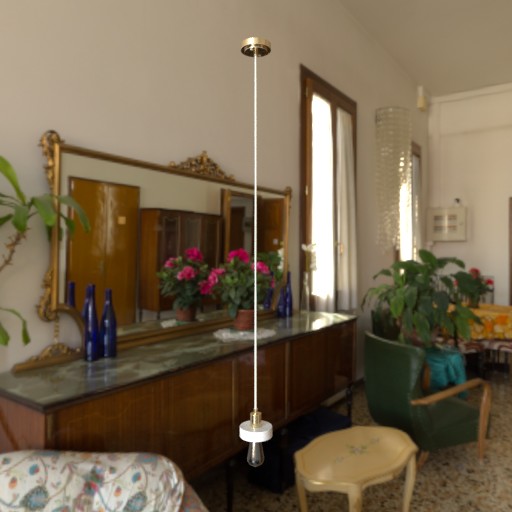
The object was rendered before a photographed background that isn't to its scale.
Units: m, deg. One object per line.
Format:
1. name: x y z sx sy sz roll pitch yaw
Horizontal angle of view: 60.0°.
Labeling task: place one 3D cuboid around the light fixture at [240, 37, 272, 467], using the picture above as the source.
1. light fixture: 0.000 0.000 1.758 0.129 1.669 0.129 0 0 0
